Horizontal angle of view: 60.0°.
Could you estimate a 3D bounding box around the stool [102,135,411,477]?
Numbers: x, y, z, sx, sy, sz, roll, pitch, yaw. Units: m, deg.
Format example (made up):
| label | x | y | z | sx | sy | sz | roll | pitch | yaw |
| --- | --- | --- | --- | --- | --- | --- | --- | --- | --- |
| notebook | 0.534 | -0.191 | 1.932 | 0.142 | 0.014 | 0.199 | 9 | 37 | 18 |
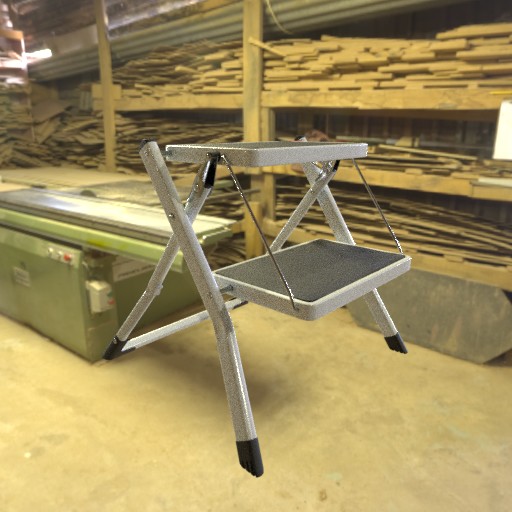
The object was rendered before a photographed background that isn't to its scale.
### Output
| label | x | y | z | sx | sy | sz | roll | pitch | yaw |
| --- | --- | --- | --- | --- | --- | --- | --- | --- | --- |
| stool | 0.000 | 0.000 | 0.859 | 0.490 | 0.445 | 0.485 | 14 | 21 | 40 |
